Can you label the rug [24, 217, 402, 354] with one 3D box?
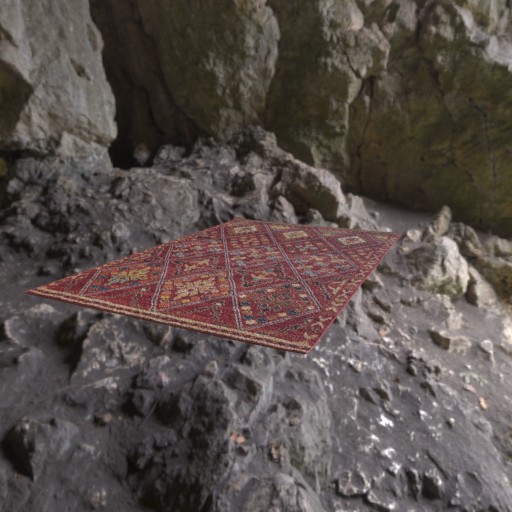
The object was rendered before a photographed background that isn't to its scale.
[{"bbox_3d":[0.000,0.000,2.918,1.521,0.026,2.286,7,17,25],"label":"rug"}]
